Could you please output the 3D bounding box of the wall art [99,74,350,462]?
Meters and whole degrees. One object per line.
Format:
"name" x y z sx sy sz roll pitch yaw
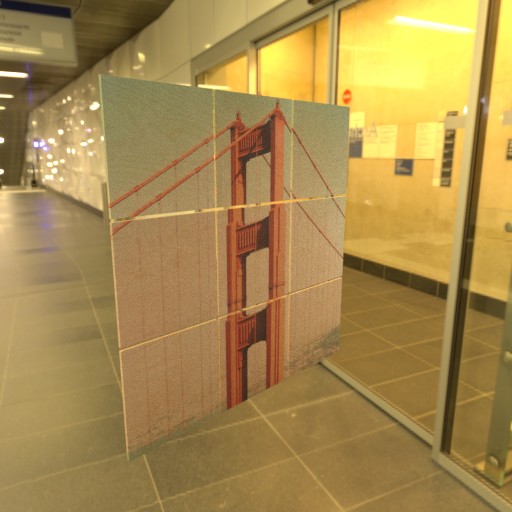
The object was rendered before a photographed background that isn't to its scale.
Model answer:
"wall art" 0.000 0.000 1.771 1.214 1.219 0.013 -13 18 -44
